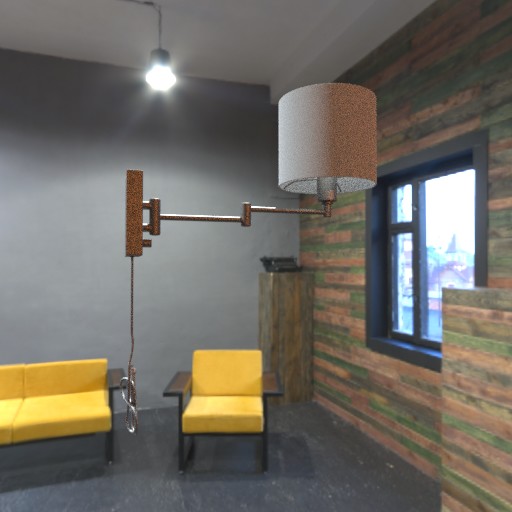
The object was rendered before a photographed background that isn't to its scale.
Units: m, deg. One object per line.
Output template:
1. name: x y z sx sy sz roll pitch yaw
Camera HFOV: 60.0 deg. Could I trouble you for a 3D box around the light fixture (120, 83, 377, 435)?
1. light fixture: 0.000 0.000 0.884 0.516 0.651 0.203 0 -1 -17
